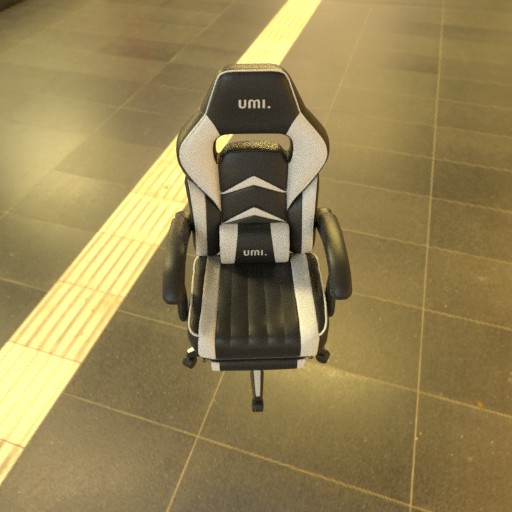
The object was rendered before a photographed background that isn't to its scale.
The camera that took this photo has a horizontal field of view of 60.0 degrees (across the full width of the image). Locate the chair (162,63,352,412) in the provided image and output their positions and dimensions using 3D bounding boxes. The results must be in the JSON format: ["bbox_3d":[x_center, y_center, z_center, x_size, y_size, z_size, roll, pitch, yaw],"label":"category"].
[{"bbox_3d":[0.000,0.000,1.685,0.676,1.200,0.700,-1,46,-1],"label":"chair"}]
